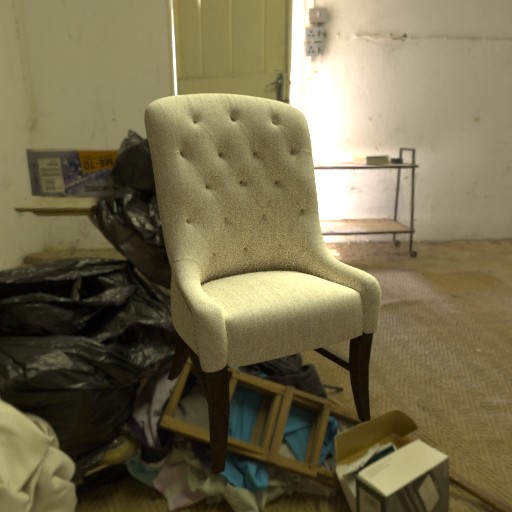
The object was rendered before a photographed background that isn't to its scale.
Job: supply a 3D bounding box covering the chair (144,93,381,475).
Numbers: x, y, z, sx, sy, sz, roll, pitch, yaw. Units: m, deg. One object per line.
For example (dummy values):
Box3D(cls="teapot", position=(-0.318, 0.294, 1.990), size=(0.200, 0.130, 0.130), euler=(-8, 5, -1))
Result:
Box3D(cls="chair", position=(0.000, 0.000, 1.527), size=(0.634, 1.091, 0.629), euler=(-8, 17, -25))
